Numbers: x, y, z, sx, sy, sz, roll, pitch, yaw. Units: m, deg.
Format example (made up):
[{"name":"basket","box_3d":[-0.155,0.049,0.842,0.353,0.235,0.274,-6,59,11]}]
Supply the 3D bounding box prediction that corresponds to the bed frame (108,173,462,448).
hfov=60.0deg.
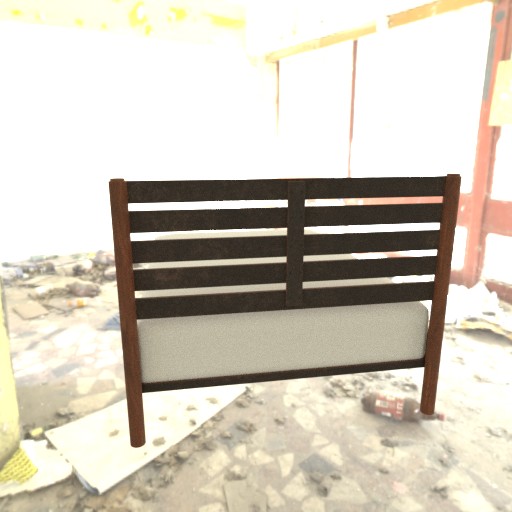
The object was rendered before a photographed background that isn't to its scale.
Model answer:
[{"name":"bed frame","box_3d":[0.000,0.000,3.224,1.655,1.321,2.234,-3,15,-9]}]
